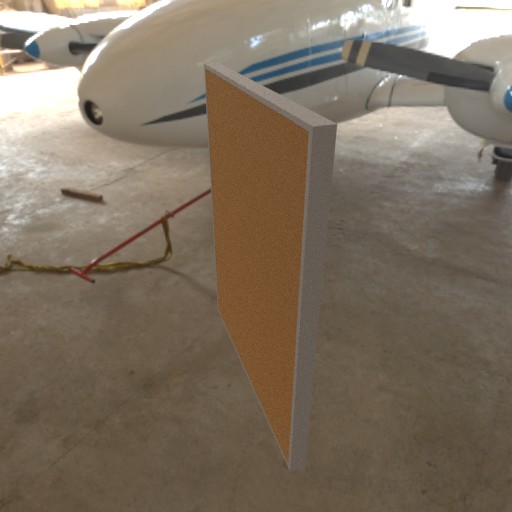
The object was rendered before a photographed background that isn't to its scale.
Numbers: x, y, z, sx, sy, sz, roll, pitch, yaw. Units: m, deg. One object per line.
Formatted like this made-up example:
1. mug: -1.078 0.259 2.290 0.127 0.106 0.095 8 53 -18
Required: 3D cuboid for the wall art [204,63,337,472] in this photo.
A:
1. wall art: 0.000 0.000 1.043 0.055 0.763 0.611 -10 33 -17
